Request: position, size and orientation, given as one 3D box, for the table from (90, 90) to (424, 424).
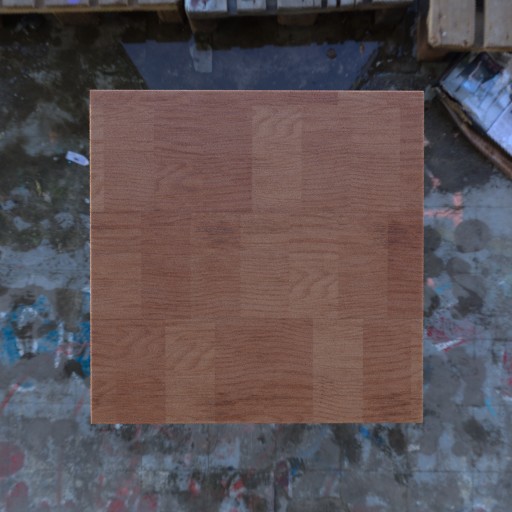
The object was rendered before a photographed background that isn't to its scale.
[{"bbox_3d":[0.000,0.000,1.362,0.747,0.738,0.747,0,91,0],"label":"table"}]
